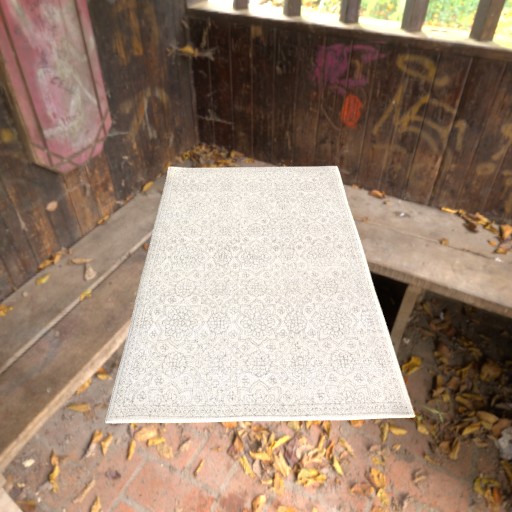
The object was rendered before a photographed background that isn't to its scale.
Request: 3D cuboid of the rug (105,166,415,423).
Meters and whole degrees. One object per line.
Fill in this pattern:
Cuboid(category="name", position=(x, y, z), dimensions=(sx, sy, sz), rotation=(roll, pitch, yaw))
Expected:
Cuboid(category="rug", position=(0.000, 0.000, 2.455), dimensions=(1.214, 0.023, 1.947), rotation=(-1, 41, -1))
